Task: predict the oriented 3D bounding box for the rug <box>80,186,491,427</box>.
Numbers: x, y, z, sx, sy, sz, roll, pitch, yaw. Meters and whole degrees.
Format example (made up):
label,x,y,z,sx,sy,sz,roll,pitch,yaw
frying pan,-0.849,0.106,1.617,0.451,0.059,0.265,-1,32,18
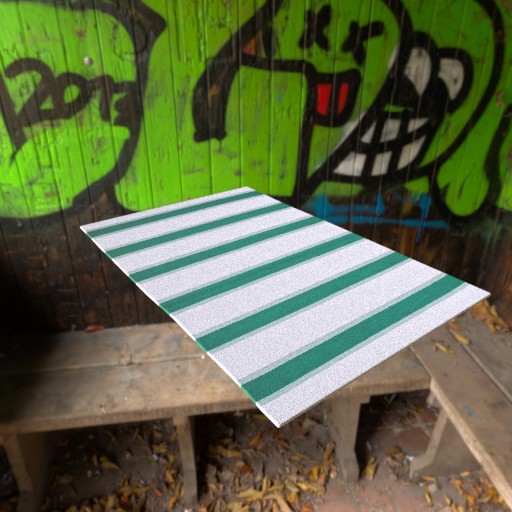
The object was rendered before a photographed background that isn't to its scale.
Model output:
label,x,y,z,sx,sy,sz,roll,pitch,yaw
rug,0.000,0.000,2.271,1.210,0.012,1.829,-19,33,-32
